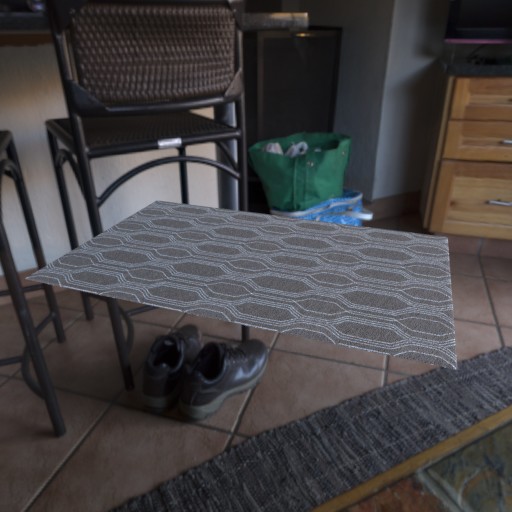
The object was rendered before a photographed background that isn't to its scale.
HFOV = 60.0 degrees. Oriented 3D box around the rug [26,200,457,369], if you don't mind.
[{"bbox_3d":[0.000,0.000,2.995,2.457,0.012,1.541,9,28,18],"label":"rug"}]
